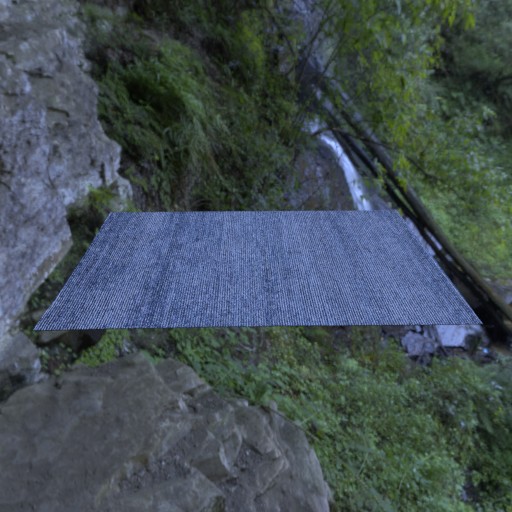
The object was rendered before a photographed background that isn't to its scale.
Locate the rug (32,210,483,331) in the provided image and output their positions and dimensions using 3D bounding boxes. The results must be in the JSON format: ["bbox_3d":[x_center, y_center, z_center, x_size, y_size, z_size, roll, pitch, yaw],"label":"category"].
[{"bbox_3d":[0.000,0.000,2.190,1.740,0.010,1.135,-1,29,-1],"label":"rug"}]
